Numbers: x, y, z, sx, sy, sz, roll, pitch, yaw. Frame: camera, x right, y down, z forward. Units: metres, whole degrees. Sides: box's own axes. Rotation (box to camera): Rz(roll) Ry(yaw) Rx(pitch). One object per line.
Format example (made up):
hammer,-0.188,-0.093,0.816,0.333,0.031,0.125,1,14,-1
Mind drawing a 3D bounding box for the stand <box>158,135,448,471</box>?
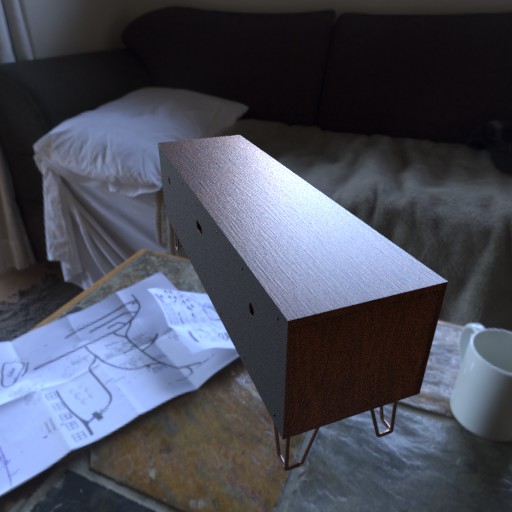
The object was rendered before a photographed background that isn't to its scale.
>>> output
stand,0.000,0.000,1.893,0.481,0.610,1.626,-11,31,-18
